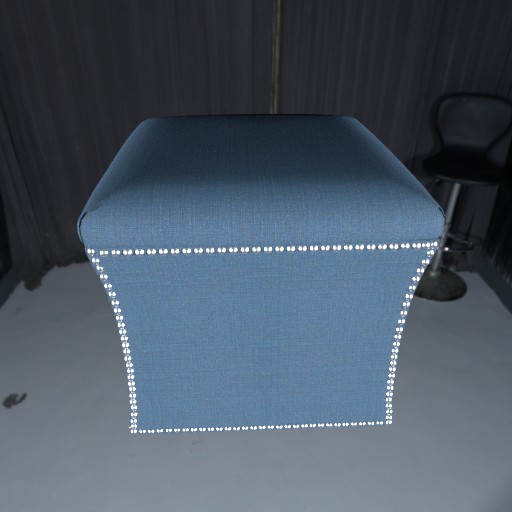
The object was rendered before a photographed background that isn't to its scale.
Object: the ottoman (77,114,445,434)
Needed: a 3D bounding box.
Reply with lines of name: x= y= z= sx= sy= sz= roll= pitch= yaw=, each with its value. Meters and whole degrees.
ottoman: x=0.000 y=0.000 z=0.880 sx=0.507 sy=0.475 sz=0.497 roll=-1 pitch=31 yaw=-2
